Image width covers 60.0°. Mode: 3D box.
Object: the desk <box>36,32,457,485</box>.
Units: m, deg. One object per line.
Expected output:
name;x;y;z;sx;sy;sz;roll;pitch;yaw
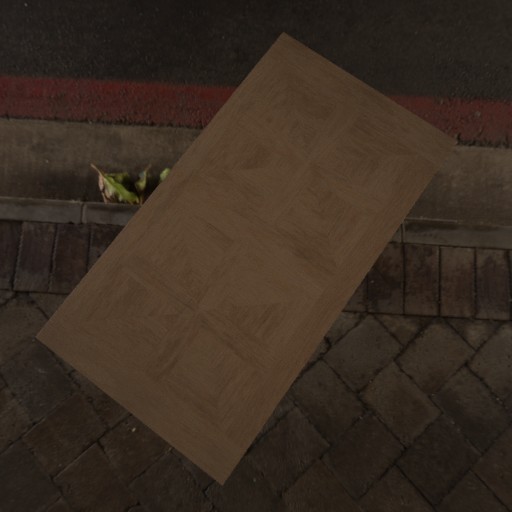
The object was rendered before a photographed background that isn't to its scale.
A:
desk;0.000;0.000;1.991;0.813;0.762;1.499;35;80;7
